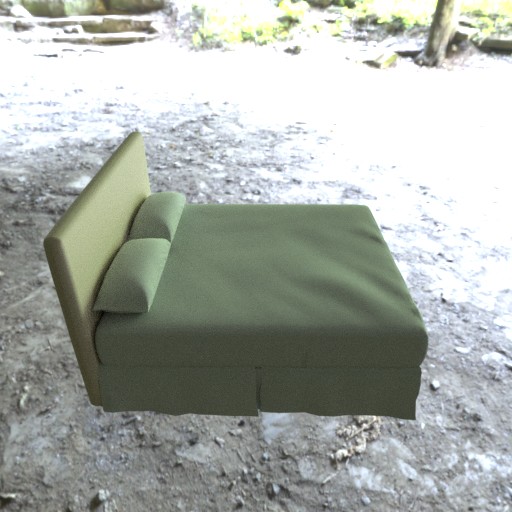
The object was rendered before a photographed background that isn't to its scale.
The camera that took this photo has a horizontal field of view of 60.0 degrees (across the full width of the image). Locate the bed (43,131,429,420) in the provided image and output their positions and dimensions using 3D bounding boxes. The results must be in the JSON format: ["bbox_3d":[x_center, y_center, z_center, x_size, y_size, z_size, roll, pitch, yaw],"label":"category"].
[{"bbox_3d":[0.000,0.000,3.280,2.142,1.330,1.884,0,32,0],"label":"bed"}]
